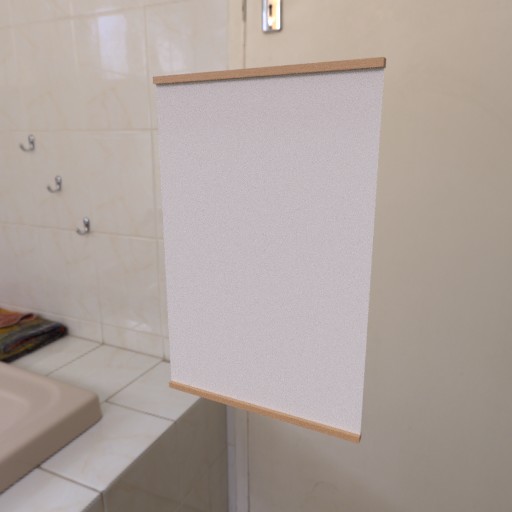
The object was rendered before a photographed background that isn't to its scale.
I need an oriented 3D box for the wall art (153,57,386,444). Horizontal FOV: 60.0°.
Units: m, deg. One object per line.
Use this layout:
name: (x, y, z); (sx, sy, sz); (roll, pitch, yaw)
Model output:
wall art: (0.000, 0.000, 0.648); (0.335, 0.510, 0.013); (7, 16, 26)
